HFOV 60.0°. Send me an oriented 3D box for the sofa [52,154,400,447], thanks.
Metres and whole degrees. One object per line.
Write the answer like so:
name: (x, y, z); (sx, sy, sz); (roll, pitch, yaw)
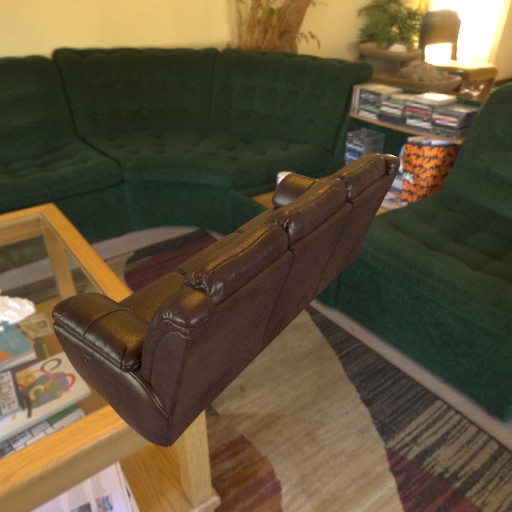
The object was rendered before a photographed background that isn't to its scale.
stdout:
sofa: (0.000, 0.000, 2.837); (0.991, 1.043, 2.337); (20, 37, 30)
